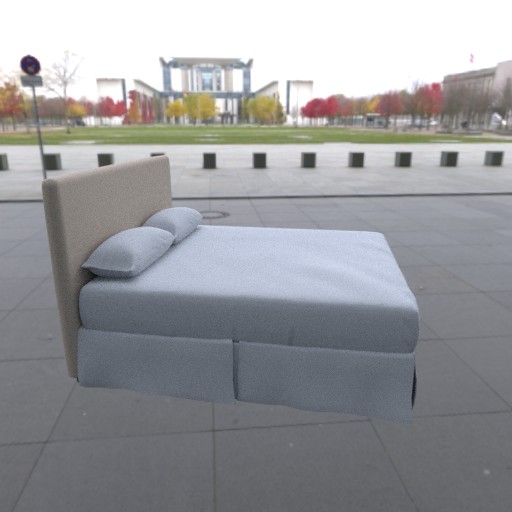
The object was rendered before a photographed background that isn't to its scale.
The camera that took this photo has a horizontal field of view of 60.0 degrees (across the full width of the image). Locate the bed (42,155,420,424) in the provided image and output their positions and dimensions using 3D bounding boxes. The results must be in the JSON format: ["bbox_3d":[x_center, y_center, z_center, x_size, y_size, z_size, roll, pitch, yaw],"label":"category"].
[{"bbox_3d":[0.000,0.000,3.294,2.142,1.330,1.884,3,17,9],"label":"bed"}]
